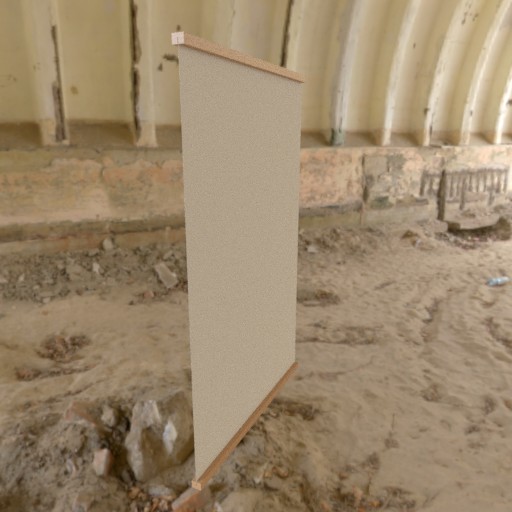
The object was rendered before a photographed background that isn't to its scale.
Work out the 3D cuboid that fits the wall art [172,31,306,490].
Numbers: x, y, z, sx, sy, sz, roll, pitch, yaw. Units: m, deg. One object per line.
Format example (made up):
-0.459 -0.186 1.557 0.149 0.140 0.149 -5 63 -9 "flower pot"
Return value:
0.000 0.000 1.844 0.040 1.510 0.991 7 16 25 "wall art"
